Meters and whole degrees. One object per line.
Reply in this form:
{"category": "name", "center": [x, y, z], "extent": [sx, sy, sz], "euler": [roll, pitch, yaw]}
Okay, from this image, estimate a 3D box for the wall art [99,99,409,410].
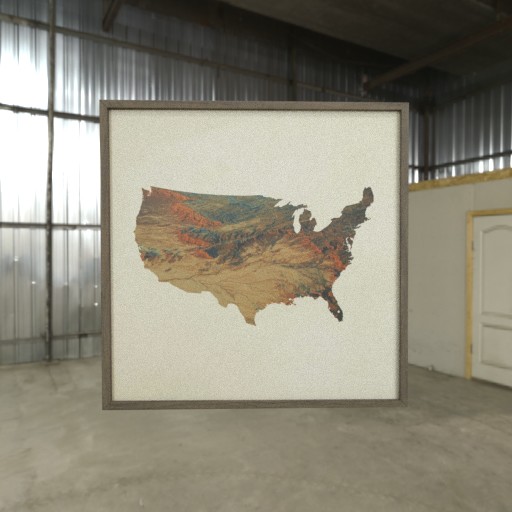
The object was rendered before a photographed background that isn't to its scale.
{"category": "wall art", "center": [0.000, 0.000, 0.739], "extent": [0.508, 0.507, 0.016], "euler": [0, 1, -1]}
